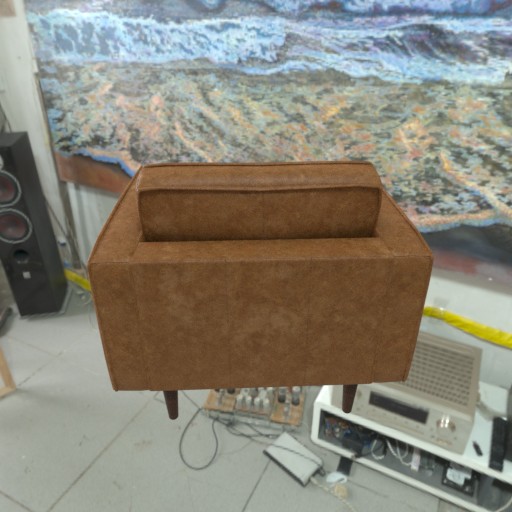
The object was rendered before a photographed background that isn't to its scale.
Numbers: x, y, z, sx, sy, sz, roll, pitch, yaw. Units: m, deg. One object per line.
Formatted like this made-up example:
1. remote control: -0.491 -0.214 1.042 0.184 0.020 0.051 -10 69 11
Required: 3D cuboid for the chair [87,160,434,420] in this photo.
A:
1. chair: 0.000 0.000 1.533 0.928 0.767 0.798 -1 29 -2
